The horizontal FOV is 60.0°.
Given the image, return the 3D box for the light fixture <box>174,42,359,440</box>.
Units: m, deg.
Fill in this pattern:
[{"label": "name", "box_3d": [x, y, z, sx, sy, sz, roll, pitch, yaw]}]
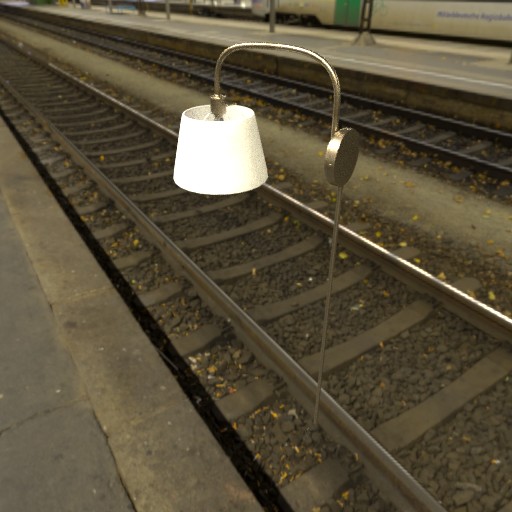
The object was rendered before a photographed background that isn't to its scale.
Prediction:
[{"label": "light fixture", "box_3d": [0.000, 0.000, 0.457, 0.176, 0.399, 0.092, 20, 37, 29]}]
